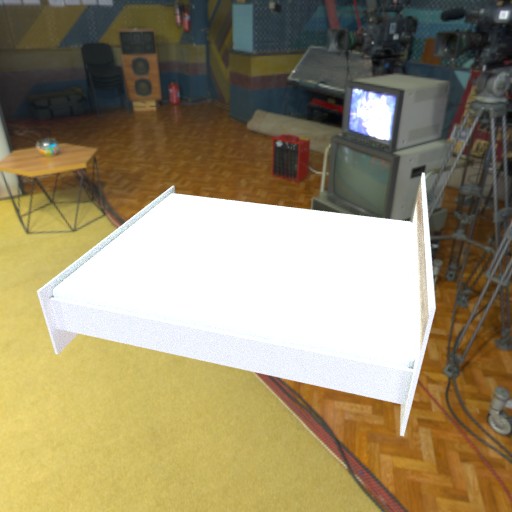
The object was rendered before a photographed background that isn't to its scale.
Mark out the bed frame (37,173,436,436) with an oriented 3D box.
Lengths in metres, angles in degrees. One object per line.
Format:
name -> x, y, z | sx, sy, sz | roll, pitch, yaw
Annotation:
bed frame -> 0.000, 0.000, 2.987 | 2.060, 0.800, 1.720 | 9, 31, 15
